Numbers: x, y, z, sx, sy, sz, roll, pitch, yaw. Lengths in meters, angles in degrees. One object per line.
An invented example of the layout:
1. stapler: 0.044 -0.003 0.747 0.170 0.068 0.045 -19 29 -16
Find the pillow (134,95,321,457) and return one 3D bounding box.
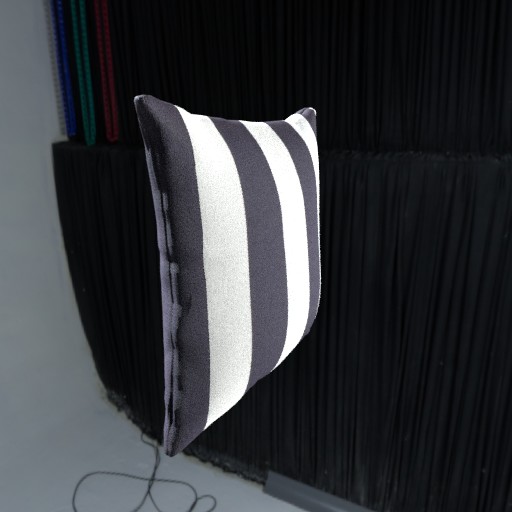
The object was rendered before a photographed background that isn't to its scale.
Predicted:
1. pillow: 0.000 0.000 0.804 0.189 0.526 0.536 9 18 27
